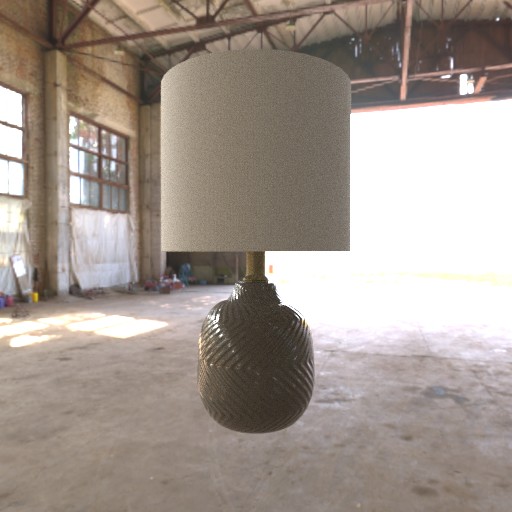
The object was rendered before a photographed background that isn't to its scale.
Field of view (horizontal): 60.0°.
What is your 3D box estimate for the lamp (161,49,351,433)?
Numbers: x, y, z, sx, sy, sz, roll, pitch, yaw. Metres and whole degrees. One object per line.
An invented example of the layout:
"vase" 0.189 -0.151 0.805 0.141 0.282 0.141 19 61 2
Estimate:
"lamp" 0.000 0.000 0.494 0.207 0.366 0.207 0 1 37
